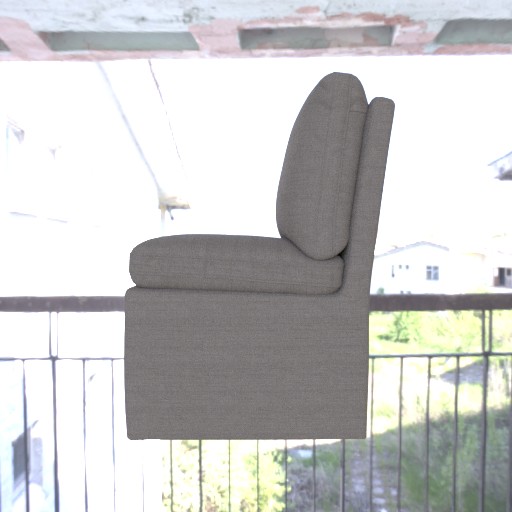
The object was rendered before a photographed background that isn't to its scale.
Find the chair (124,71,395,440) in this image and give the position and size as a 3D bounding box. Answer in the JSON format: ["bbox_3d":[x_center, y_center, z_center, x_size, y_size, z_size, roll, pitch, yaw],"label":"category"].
[{"bbox_3d":[0.000,0.000,1.335,0.698,0.927,0.503,0,1,0],"label":"chair"}]
